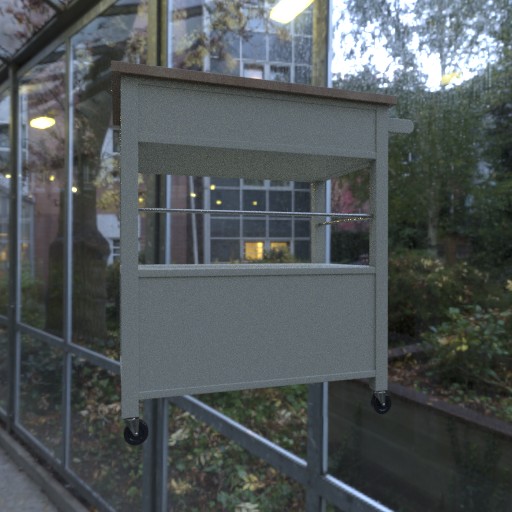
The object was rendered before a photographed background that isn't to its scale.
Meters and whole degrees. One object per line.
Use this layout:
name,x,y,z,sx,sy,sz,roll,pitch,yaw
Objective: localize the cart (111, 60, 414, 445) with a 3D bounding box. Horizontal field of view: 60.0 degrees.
cart,0.000,0.000,1.363,0.840,0.901,0.459,0,0,-18
